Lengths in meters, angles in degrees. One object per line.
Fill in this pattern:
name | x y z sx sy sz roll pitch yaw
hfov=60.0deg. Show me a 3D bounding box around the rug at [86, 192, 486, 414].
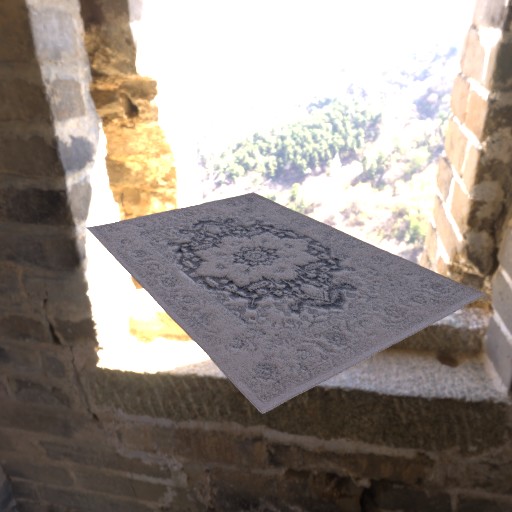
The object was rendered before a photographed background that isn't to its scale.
rug | 0.000 0.000 2.308 1.223 0.008 1.813 -17 30 -31
